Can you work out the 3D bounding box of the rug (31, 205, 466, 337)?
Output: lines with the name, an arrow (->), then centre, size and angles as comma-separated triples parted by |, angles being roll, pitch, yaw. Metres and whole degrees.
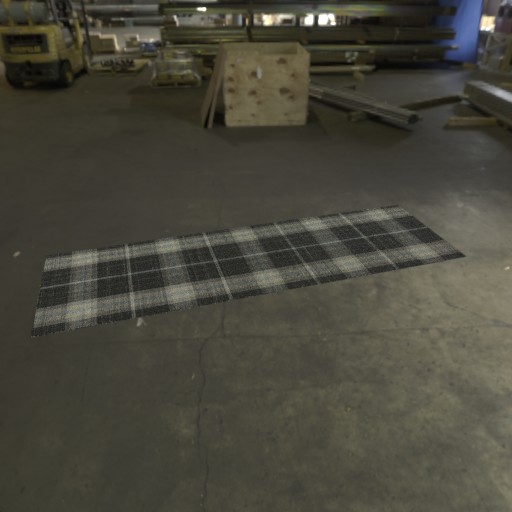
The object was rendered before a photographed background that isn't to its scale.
rug -> 0.000, 0.000, 2.678 | 2.434, 0.012, 0.760 | -9, 33, -14
